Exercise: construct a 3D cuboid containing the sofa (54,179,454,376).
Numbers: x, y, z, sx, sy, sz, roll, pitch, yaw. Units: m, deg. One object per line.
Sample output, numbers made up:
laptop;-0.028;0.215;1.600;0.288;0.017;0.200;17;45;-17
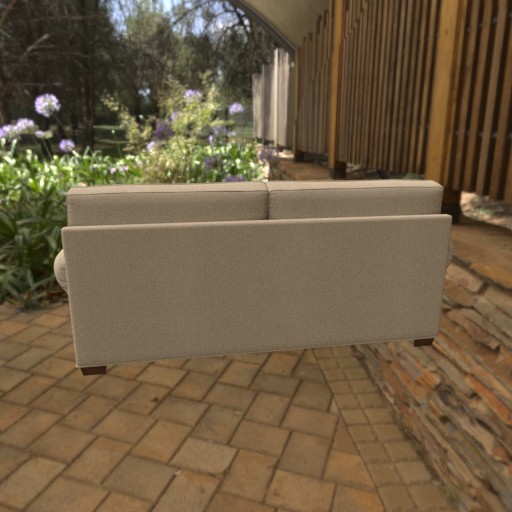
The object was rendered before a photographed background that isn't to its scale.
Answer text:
sofa;0.000;0.000;2.707;2.146;0.962;0.901;-3;15;-10
